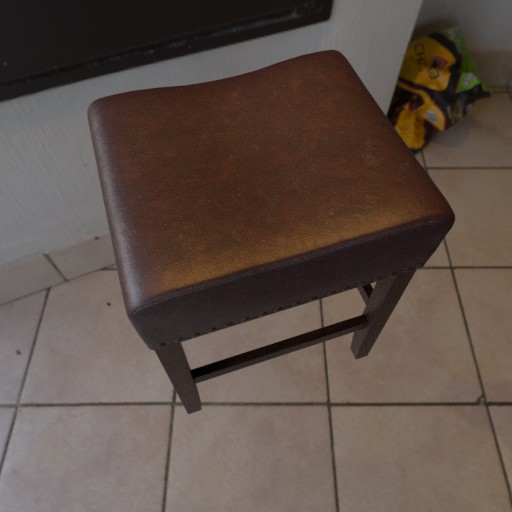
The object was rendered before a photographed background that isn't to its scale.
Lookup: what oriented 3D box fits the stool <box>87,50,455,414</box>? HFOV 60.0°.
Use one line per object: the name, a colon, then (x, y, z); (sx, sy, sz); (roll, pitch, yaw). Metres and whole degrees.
stool: (0.000, 0.000, 0.909); (0.465, 0.608, 0.397); (-16, 60, -10)
